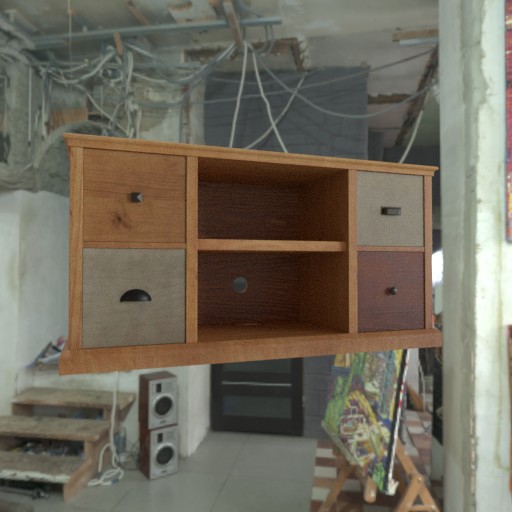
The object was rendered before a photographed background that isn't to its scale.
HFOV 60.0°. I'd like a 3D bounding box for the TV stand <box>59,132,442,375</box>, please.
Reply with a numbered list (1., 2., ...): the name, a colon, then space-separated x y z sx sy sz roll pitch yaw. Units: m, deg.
1. TV stand: 0.000 0.000 1.495 1.181 0.607 0.417 0 -1 -20
